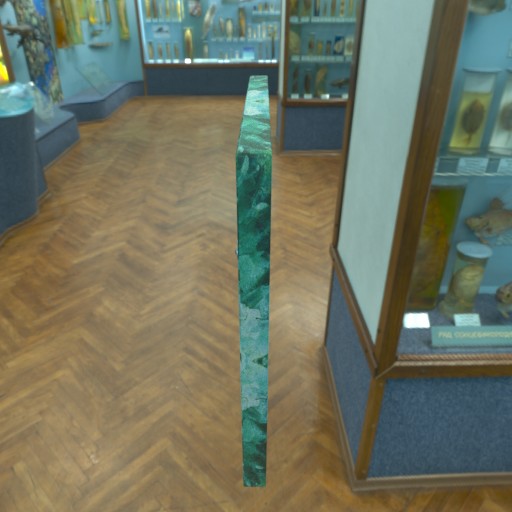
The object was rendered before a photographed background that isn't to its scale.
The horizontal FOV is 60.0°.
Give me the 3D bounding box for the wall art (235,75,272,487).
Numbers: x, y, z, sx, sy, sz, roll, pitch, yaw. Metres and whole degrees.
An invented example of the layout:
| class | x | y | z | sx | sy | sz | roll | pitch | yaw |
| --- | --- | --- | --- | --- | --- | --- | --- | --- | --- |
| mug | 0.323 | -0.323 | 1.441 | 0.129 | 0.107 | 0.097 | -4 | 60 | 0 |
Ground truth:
| class | x | y | z | sx | sy | sz | roll | pitch | yaw |
| --- | --- | --- | --- | --- | --- | --- | --- | --- | --- |
| wall art | 0.000 | 0.000 | 0.754 | 0.038 | 0.508 | 0.507 | 0 | 30 | 1 |
